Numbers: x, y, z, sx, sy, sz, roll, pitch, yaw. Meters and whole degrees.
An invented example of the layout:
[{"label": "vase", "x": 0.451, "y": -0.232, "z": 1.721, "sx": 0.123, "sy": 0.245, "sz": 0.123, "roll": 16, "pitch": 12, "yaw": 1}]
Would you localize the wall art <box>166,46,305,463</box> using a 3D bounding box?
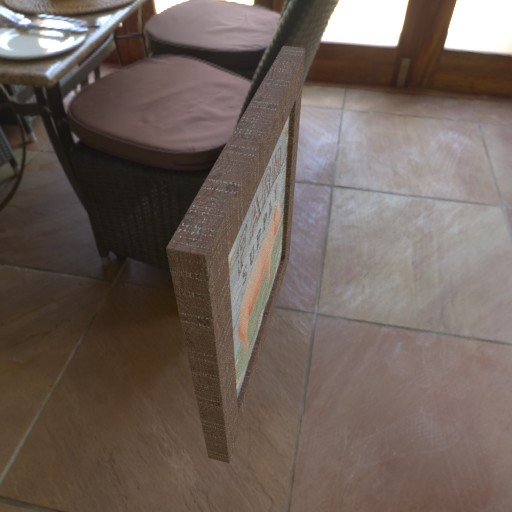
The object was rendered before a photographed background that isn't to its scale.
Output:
[{"label": "wall art", "x": 0.000, "y": 0.000, "z": 0.791, "sx": 0.040, "sy": 0.531, "sz": 0.531, "roll": 11, "pitch": 46, "yaw": 10}]
